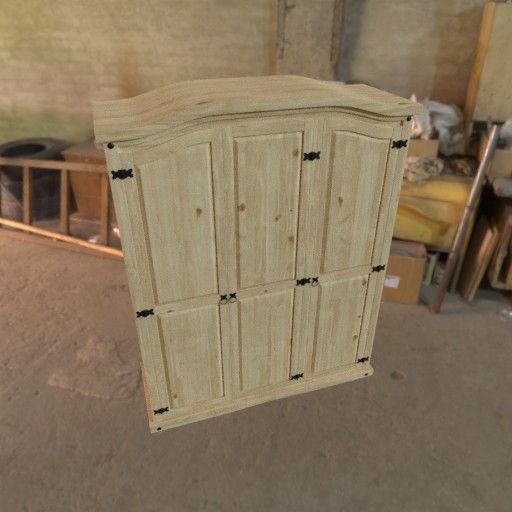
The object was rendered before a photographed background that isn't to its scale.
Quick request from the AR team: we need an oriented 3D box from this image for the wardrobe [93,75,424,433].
[{"bbox_3d":[0.000,0.000,2.586,1.500,1.870,0.570,-10,32,-15],"label":"wardrobe"}]
